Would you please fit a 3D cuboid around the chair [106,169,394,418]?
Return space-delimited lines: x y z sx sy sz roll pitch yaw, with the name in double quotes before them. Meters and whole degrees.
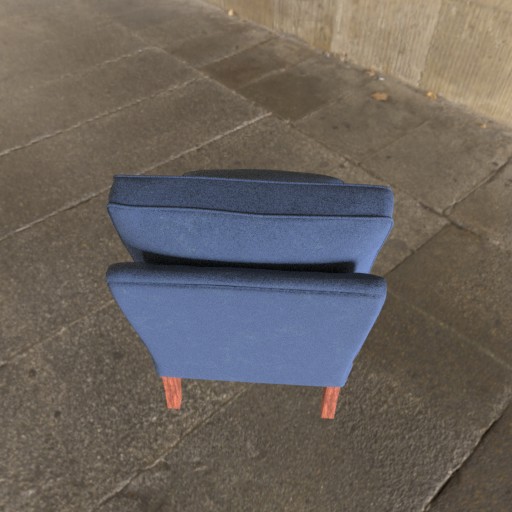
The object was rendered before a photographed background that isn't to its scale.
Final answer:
"chair" 0.000 0.000 1.638 0.724 1.052 0.912 3 47 3
